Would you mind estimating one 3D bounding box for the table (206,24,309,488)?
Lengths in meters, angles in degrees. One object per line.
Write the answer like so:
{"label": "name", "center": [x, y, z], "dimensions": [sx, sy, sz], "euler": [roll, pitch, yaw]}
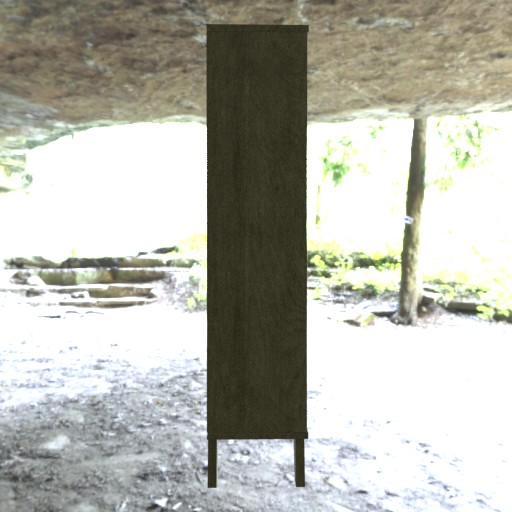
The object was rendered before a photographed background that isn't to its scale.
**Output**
{"label": "table", "center": [0.000, 0.000, 1.536], "dimensions": [0.256, 1.135, 0.902], "euler": [0, 0, -1]}
